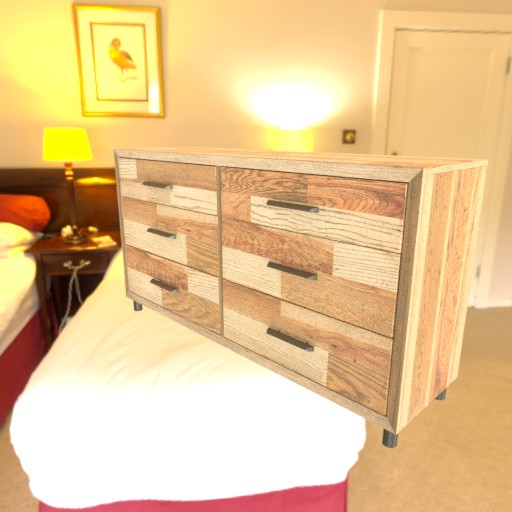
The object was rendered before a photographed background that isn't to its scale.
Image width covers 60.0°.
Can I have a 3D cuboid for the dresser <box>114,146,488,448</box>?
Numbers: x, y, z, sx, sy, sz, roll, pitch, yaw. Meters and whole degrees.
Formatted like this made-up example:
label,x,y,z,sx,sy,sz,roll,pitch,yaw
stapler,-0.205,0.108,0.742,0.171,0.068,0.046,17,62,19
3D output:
label,x,y,z,sx,sy,sz,roll,pitch,yaw
dresser,0.000,0.000,1.846,0.487,0.834,1.547,-15,22,-43
